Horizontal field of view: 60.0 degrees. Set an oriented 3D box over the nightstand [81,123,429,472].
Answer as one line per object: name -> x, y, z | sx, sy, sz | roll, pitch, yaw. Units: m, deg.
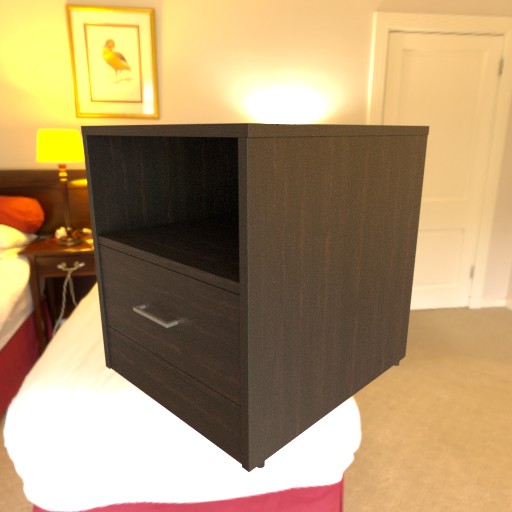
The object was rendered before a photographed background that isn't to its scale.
nightstand -> 0.000, 0.000, 0.816 | 0.400, 0.460, 0.461 | 15, 22, 42
